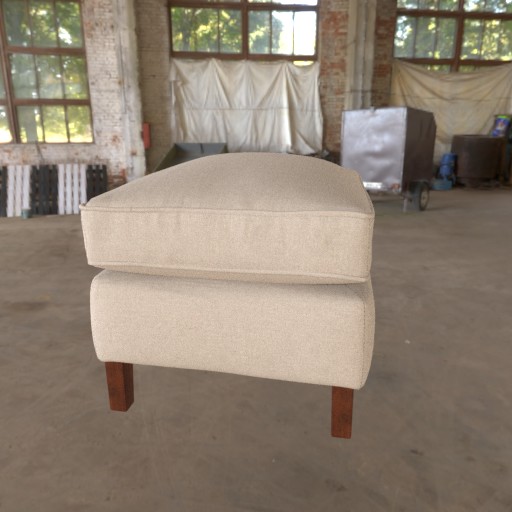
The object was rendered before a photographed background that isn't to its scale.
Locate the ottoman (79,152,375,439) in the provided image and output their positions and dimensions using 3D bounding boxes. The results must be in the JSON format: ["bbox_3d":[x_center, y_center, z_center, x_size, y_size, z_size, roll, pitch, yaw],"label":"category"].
[{"bbox_3d":[0.000,0.000,1.006,0.501,0.456,0.665,3,16,10],"label":"ottoman"}]
